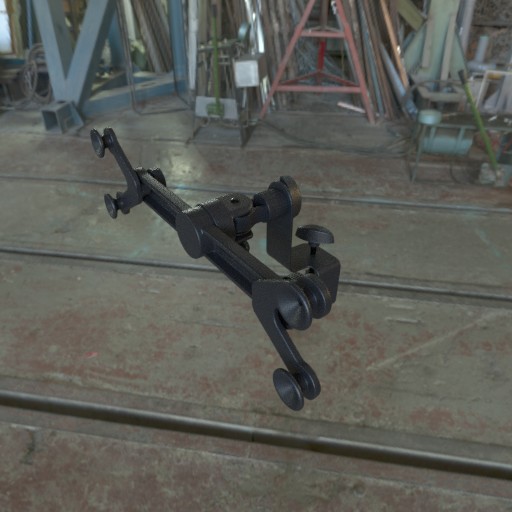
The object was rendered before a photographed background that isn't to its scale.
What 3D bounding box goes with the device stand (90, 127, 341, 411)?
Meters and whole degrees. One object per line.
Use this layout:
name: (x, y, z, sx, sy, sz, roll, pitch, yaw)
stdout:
device stand: (0.000, 0.000, 0.353, 0.142, 0.166, 0.270, -23, 41, -29)
